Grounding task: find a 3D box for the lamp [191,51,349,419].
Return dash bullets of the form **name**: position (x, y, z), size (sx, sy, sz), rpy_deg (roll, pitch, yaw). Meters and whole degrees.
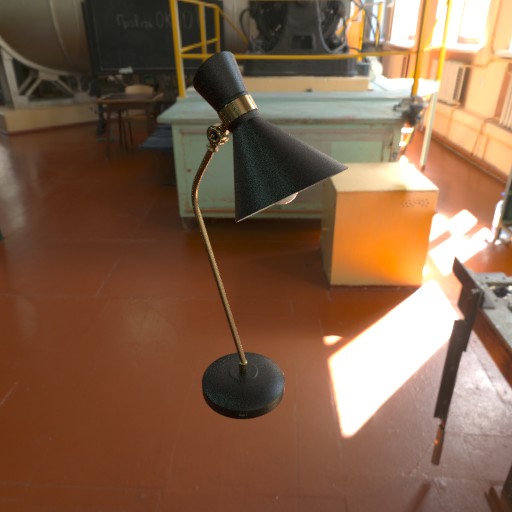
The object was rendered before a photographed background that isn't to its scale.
- **lamp**: position (0.000, 0.000, 0.772), size (0.292, 0.647, 0.189), rpy_deg (19, 33, 32)
